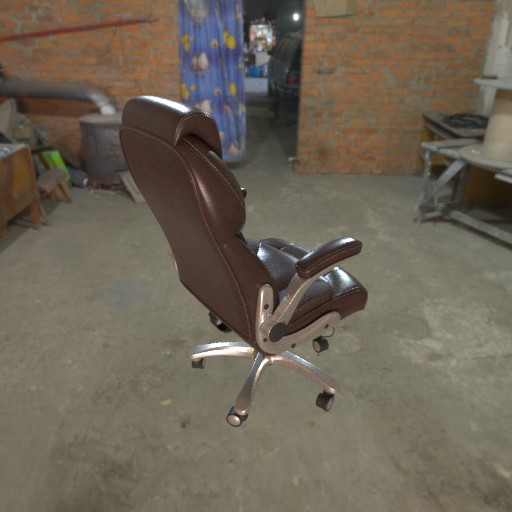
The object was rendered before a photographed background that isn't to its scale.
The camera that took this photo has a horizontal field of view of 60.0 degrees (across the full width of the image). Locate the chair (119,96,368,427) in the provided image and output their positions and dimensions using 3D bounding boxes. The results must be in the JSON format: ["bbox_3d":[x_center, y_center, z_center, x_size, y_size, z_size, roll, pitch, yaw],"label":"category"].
[{"bbox_3d":[0.000,0.000,1.663,0.774,1.160,0.733,-18,32,-31],"label":"chair"}]
